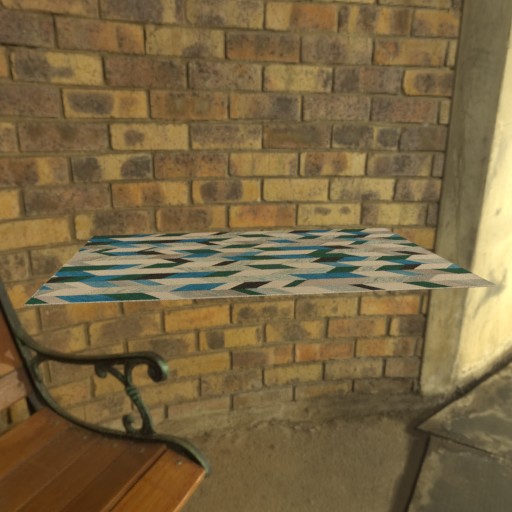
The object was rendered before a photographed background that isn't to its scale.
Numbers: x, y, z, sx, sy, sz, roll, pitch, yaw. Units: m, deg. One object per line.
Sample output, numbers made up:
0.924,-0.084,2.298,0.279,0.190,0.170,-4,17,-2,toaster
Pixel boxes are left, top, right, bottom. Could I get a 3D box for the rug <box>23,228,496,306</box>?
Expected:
0.000,0.000,2.966,2.433,0.007,1.507,-2,16,-7,rug
